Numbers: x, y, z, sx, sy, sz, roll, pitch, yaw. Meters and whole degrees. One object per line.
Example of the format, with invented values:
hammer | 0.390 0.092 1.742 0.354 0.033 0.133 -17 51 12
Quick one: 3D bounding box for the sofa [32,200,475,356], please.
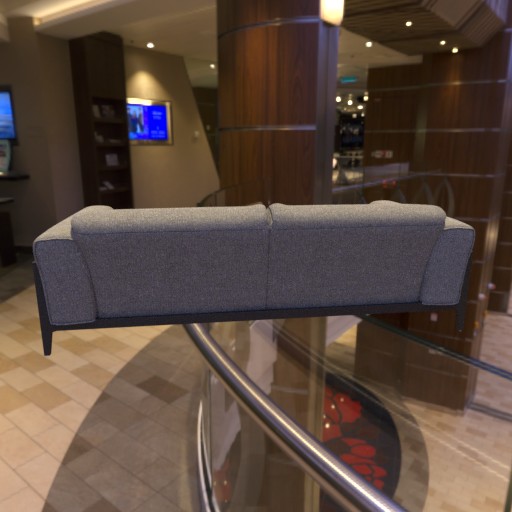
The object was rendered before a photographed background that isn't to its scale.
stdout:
sofa | 0.000 0.000 2.532 2.125 0.703 0.985 -2 14 -8
